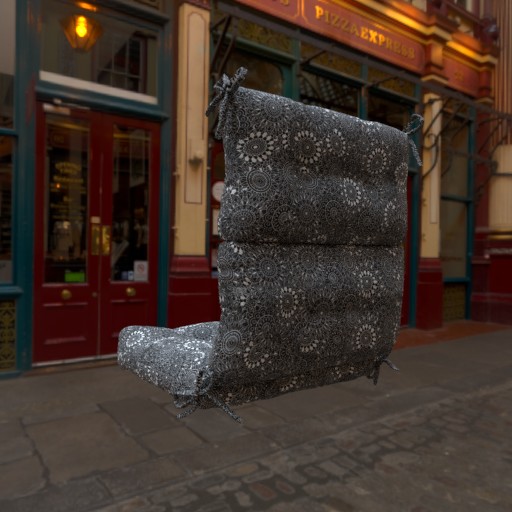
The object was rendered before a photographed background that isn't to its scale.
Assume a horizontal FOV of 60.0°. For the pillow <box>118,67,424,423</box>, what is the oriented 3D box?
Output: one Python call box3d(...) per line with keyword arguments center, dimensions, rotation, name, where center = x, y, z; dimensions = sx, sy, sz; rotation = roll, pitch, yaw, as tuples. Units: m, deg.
box3d(center=(0.000, 0.000, 1.021), dimensions=(0.519, 0.605, 0.571), rotation=(0, 0, -36), name="pillow")
